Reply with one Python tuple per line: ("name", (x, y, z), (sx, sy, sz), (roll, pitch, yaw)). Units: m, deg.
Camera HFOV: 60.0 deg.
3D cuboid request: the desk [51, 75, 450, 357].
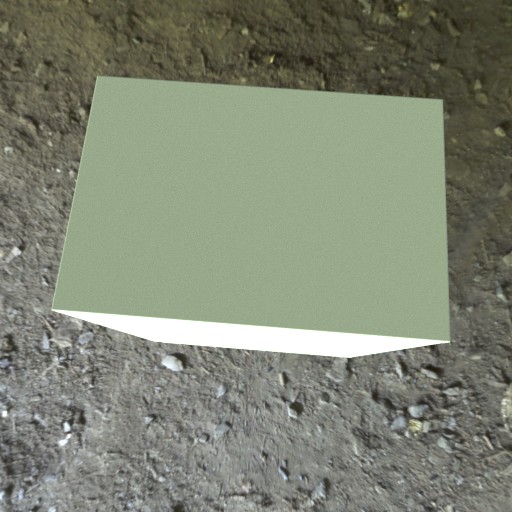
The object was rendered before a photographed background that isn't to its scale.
("desk", (0.000, 0.000, 1.054), (0.600, 0.730, 0.404), (4, 75, 1))
